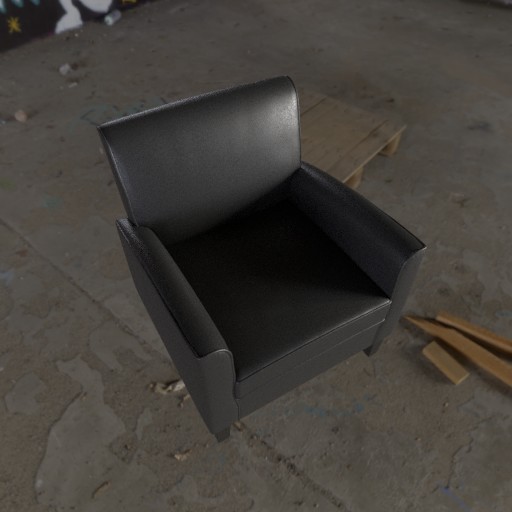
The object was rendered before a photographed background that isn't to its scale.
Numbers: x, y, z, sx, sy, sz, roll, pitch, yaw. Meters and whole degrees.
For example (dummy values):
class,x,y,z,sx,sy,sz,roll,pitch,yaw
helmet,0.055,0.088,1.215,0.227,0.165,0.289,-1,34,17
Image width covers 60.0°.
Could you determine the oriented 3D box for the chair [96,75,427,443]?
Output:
class,x,y,z,sx,sy,sz,roll,pitch,yaw
chair,0.000,0.000,1.637,0.820,0.916,0.819,-23,51,-20
